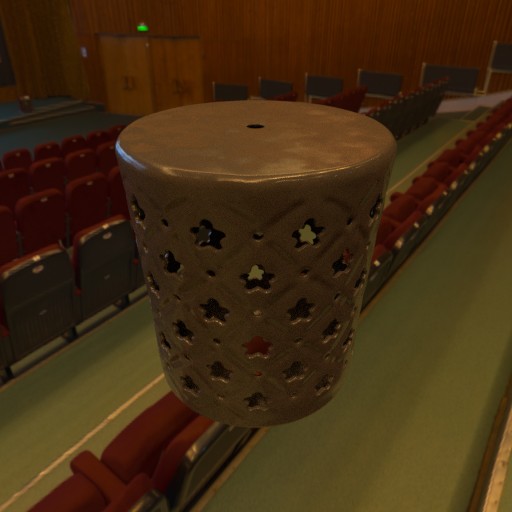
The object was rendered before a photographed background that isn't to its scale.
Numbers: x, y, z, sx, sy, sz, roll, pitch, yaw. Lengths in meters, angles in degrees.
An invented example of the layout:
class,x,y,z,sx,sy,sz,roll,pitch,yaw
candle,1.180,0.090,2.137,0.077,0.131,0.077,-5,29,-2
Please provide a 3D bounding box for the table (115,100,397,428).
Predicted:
class,x,y,z,sx,sy,sz,roll,pitch,yaw
table,0.000,0.000,0.665,0.352,0.387,0.352,0,31,0
